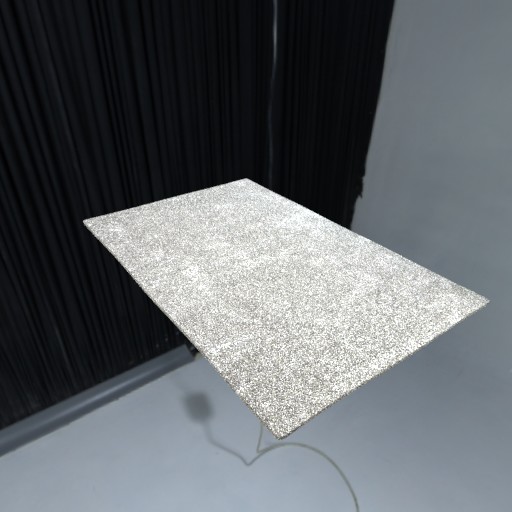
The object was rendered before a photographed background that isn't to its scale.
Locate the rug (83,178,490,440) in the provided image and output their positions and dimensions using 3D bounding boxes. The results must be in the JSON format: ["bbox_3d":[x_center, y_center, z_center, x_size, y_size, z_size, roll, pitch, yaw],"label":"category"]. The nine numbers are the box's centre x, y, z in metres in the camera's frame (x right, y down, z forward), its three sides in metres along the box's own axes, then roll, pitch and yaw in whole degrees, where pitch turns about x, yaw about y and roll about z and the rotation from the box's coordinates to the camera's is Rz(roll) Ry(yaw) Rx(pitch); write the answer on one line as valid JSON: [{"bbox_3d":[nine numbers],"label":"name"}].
[{"bbox_3d":[0.000,0.000,2.886,1.502,0.025,2.350,-20,36,-31],"label":"rug"}]
